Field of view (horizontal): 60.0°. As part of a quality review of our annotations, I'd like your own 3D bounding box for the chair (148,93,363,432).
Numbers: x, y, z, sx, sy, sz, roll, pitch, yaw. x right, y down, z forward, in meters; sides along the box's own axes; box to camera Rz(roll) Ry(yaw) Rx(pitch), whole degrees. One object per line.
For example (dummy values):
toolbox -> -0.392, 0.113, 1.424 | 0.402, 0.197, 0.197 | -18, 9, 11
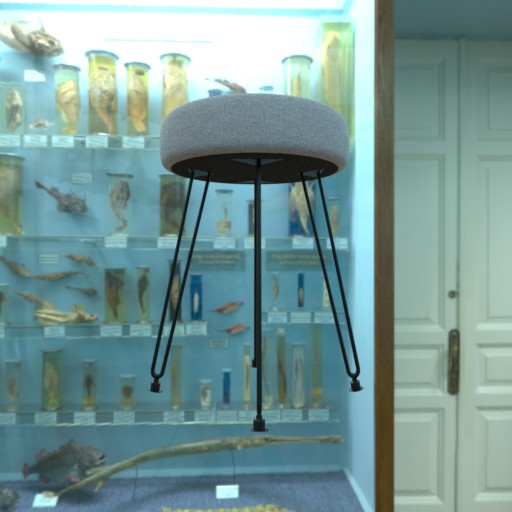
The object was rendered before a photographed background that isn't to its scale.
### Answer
chair -> 0.000, 0.000, 0.716 | 0.350, 0.440, 0.350 | 0, 0, -1
